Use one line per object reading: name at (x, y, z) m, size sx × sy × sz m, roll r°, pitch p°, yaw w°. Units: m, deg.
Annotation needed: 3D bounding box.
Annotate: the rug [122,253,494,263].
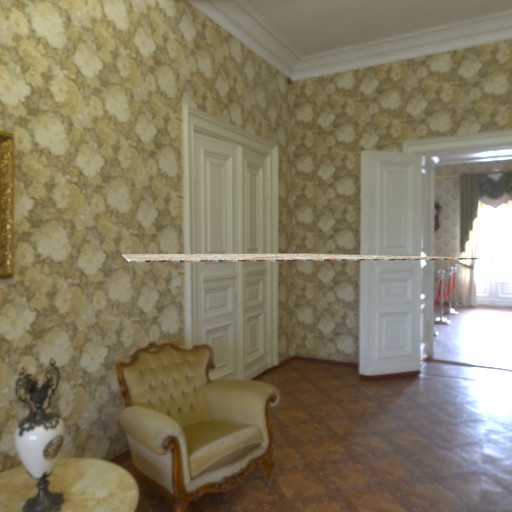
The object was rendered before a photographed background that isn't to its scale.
rug at (0.000, 0.000, 4.276) m, size 2.439 × 0.015 × 3.274 m, roll 0°, pitch 1°, yaw -18°
